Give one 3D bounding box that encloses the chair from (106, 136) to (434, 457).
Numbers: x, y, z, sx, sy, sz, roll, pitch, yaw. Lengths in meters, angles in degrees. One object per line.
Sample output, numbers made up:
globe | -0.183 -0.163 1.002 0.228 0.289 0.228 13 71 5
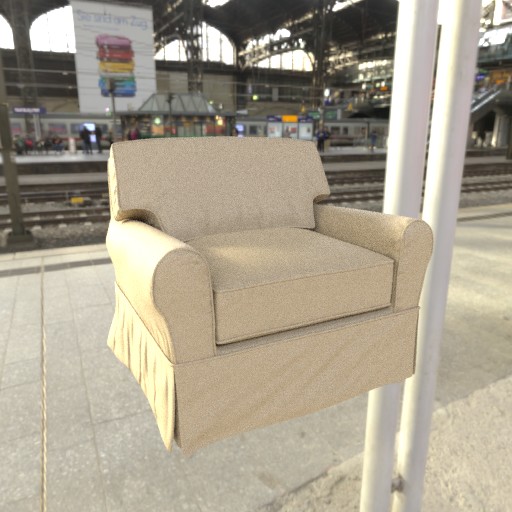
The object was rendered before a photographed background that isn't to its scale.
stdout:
chair | 0.000 0.000 1.802 1.096 0.937 0.903 -8 17 -26
